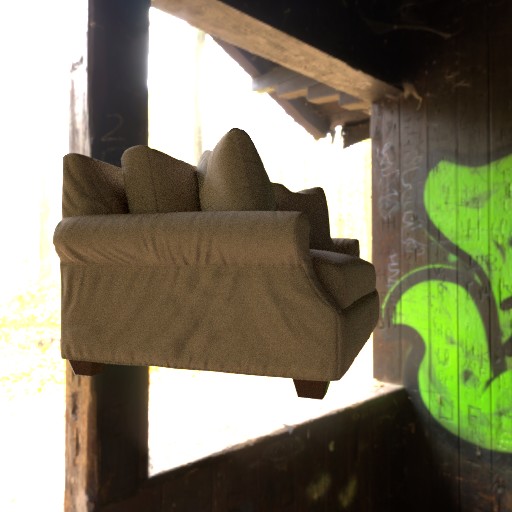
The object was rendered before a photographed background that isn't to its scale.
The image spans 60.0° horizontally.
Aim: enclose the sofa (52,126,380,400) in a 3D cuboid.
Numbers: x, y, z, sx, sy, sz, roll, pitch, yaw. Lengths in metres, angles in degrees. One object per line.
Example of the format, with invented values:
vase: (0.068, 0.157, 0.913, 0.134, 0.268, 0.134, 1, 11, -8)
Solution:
sofa: (0.000, 0.000, 2.135, 1.070, 0.905, 1.550, 0, -1, 20)
